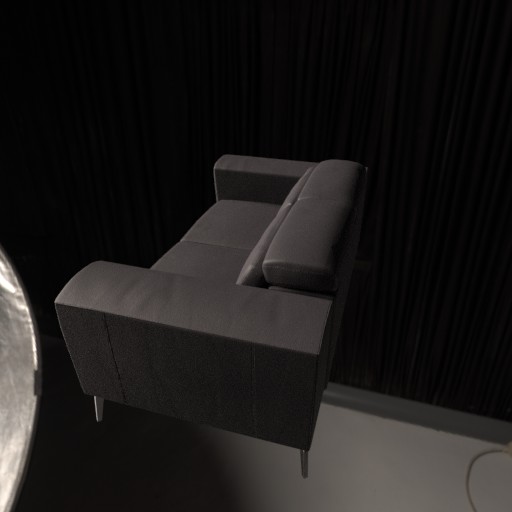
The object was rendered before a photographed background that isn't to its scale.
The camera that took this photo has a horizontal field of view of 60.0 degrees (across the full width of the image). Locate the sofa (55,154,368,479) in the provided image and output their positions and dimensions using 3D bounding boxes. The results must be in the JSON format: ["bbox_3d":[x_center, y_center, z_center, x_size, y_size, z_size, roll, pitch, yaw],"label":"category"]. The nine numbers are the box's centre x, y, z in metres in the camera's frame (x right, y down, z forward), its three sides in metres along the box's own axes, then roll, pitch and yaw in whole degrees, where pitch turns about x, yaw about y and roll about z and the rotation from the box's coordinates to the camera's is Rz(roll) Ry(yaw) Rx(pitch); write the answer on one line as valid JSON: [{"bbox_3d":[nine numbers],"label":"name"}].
[{"bbox_3d":[0.000,0.000,2.373,1.003,0.779,1.895,9,31,15],"label":"sofa"}]
